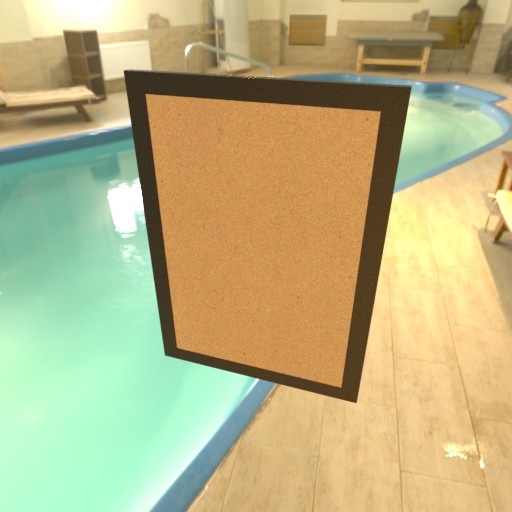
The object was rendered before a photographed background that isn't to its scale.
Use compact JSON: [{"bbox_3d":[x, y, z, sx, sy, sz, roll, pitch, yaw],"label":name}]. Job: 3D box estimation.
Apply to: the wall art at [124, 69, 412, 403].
[{"bbox_3d":[0.000,0.000,0.704,0.381,0.534,0.013,10,33,16],"label":"wall art"}]
